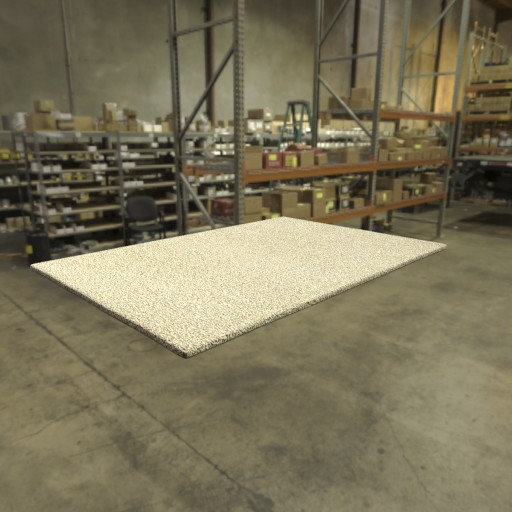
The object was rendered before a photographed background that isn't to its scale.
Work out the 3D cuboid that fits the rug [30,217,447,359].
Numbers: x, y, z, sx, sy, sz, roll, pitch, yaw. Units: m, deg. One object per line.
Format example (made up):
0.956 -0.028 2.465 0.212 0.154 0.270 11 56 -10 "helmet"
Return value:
0.000 0.000 2.259 1.778 0.030 1.219 -15 21 -43 "rug"
